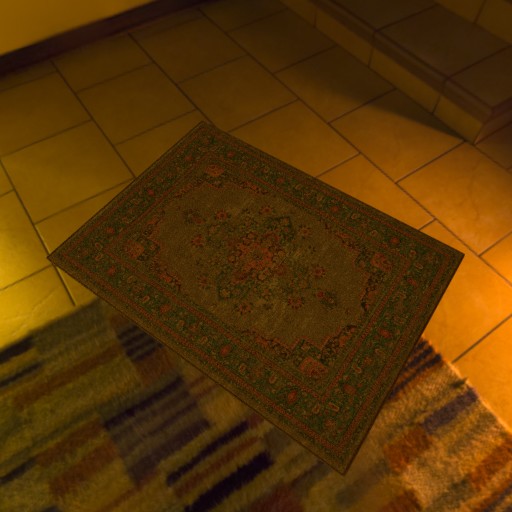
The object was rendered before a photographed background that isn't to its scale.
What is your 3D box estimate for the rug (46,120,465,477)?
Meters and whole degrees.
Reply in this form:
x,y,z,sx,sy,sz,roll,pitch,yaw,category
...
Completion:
x,y,z,sx,sy,sz,roll,pitch,yaw,category
0.000,0.000,2.882,2.214,0.013,1.609,31,63,18,rug
